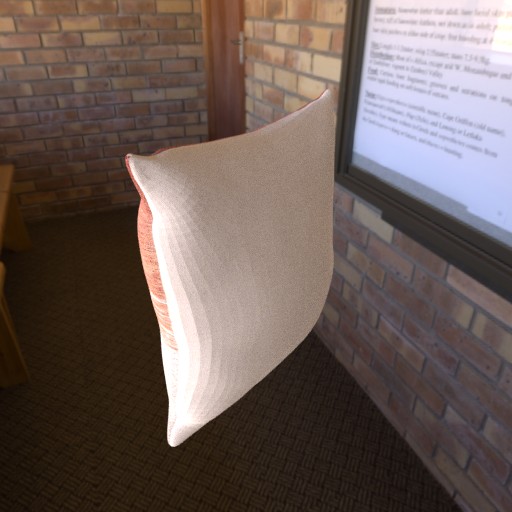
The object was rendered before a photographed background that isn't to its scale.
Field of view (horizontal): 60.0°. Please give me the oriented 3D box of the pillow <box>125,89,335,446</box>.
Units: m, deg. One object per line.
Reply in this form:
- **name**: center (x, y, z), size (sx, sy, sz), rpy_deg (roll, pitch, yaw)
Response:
- **pillow**: center (0.000, 0.000, 0.689), size (0.182, 0.441, 0.440), rpy_deg (20, 35, 30)
